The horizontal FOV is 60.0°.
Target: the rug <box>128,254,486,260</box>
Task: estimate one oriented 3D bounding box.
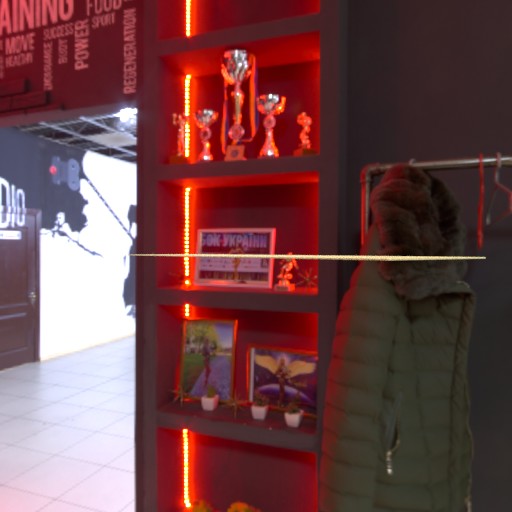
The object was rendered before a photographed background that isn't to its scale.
[{"bbox_3d":[0.000,0.000,2.709,0.686,0.006,2.437,0,1,-37],"label":"rug"}]
